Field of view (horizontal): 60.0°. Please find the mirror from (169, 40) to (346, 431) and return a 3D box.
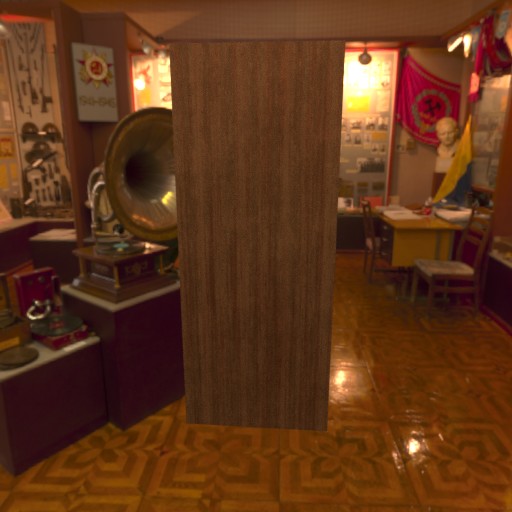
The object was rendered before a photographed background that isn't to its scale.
[{"bbox_3d":[0.000,0.000,2.301,0.812,2.032,0.025,1,15,5],"label":"mirror"}]
